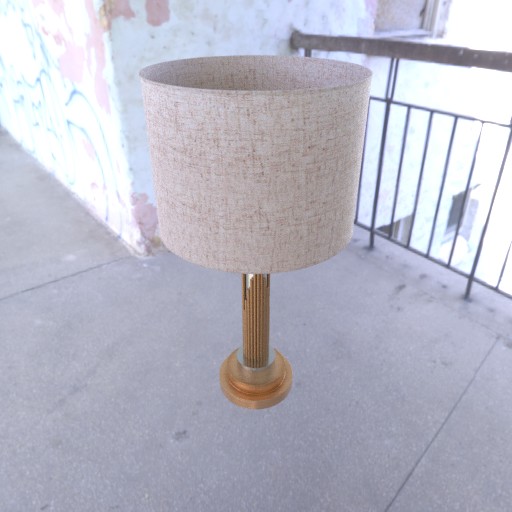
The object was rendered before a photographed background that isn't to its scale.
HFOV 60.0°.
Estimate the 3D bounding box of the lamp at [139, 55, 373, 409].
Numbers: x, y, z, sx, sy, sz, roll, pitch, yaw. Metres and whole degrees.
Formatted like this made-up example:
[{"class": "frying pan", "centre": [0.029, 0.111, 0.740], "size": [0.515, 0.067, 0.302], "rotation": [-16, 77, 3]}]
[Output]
[{"class": "lamp", "centre": [0.000, 0.000, 0.778], "size": [0.321, 0.610, 0.321], "rotation": [-20, 36, -30]}]
